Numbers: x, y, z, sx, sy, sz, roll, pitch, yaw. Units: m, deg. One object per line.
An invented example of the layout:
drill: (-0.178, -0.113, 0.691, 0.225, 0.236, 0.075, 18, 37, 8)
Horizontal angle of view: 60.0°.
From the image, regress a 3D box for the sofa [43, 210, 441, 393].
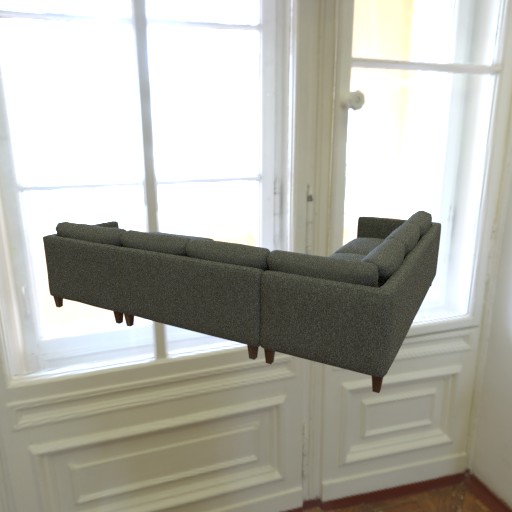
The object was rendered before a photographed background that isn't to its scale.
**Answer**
sofa: (0.000, 0.000, 4.533, 3.238, 0.853, 2.551, 8, 18, 27)
